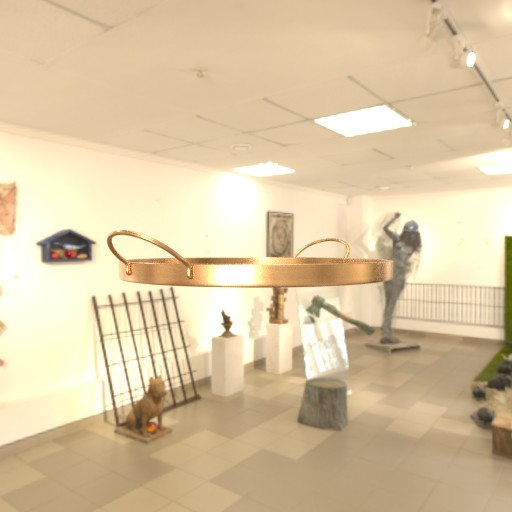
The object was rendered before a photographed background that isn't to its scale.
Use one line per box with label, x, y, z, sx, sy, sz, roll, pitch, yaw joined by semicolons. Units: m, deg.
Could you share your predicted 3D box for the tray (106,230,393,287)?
tray;0.000;0.000;0.741;0.438;0.069;0.543;1;1;37
